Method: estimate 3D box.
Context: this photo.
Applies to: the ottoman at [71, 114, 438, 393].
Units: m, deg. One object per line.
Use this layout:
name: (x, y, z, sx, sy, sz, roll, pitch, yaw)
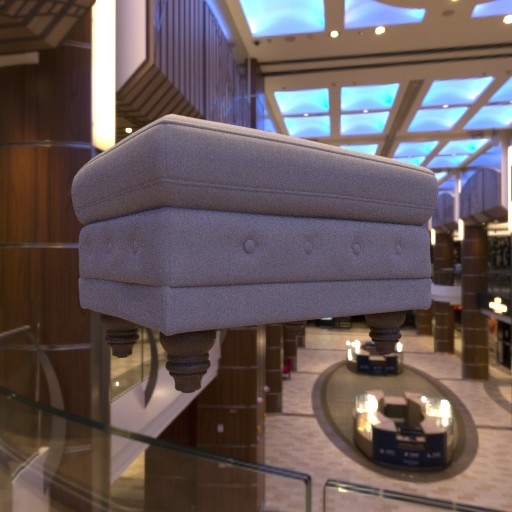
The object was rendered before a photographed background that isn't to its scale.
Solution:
ottoman: (0.000, 0.000, 1.119, 0.771, 0.500, 0.569, 0, -1, -36)
